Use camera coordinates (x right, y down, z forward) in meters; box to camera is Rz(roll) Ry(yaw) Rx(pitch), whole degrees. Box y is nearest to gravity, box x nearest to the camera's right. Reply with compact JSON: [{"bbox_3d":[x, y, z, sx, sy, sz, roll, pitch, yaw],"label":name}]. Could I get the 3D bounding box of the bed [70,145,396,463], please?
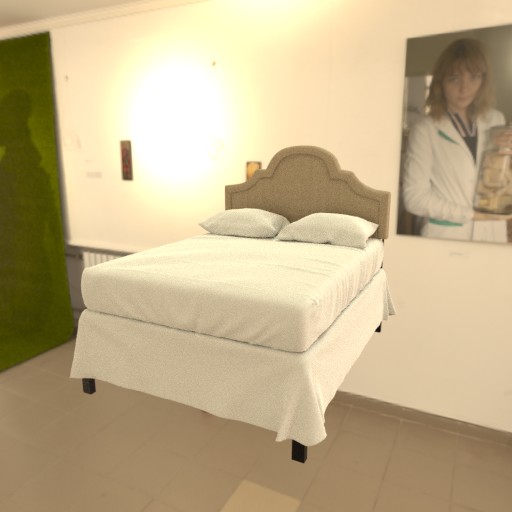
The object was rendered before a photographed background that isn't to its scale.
[{"bbox_3d":[0.000,0.000,3.310,1.780,1.634,2.222,6,14,26],"label":"bed"}]
